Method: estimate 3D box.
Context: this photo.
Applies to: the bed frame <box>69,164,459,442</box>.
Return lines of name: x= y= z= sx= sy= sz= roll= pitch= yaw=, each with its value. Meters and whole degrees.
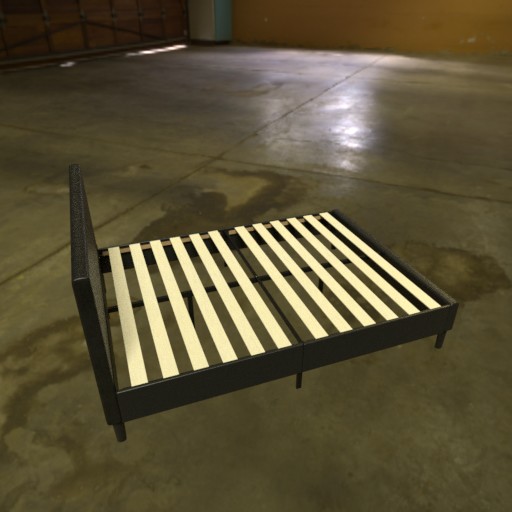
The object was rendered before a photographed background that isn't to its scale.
bed frame: x=0.000 y=0.000 z=3.207 sx=2.318 sy=1.127 sz=1.634 roll=-11 pitch=32 yaw=-17
